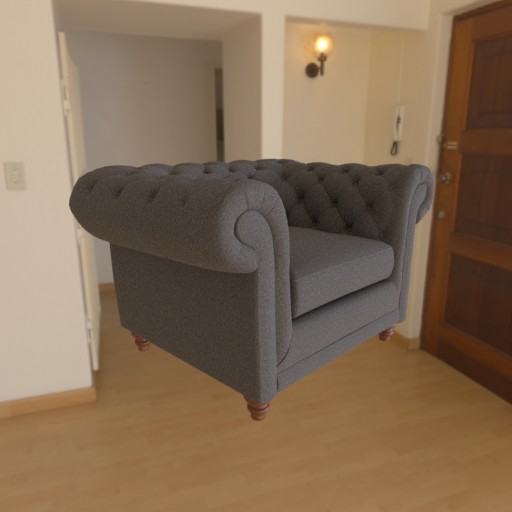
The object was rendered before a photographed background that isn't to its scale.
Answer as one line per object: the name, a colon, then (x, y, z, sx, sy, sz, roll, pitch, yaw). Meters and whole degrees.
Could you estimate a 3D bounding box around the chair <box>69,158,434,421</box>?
chair: (0.000, 0.000, 1.890, 0.976, 0.770, 1.270, 14, 20, 43)
